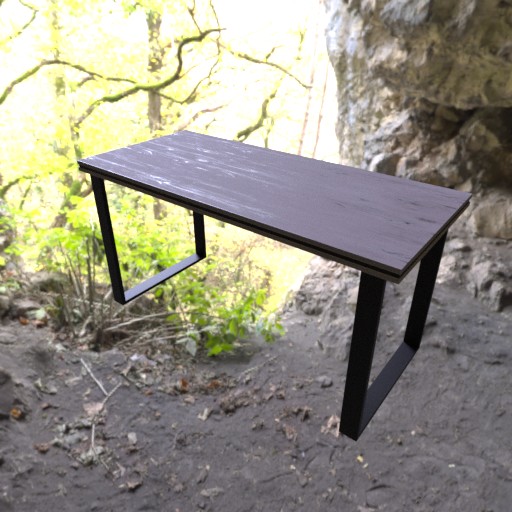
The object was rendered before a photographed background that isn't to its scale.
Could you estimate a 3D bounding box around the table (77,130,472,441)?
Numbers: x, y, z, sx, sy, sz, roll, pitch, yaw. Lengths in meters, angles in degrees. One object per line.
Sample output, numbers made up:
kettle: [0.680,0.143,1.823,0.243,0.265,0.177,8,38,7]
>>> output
table: [0.000,0.000,2.362,1.778,0.899,0.795,21,36,32]
